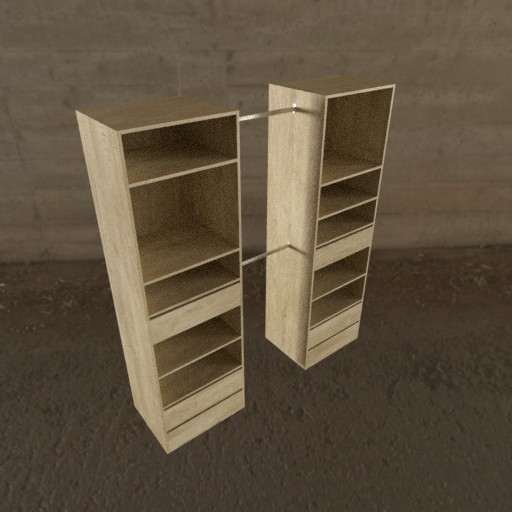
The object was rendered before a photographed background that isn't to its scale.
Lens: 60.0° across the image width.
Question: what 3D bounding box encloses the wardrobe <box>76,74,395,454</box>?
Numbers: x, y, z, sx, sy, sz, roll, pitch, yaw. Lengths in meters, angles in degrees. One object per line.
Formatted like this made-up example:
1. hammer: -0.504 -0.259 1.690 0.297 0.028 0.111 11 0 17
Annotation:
1. wardrobe: 0.000 0.000 2.887 1.770 2.000 0.480 -21 37 -32
